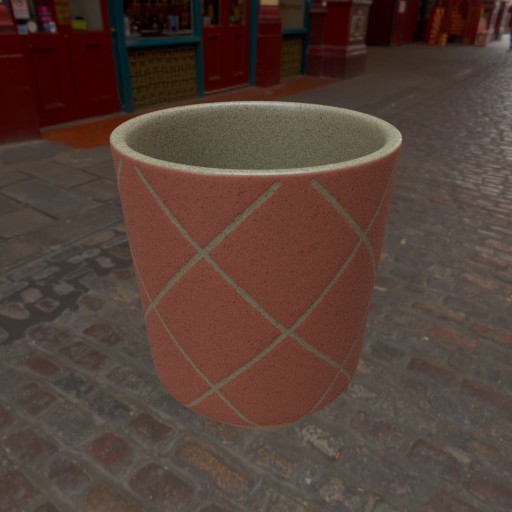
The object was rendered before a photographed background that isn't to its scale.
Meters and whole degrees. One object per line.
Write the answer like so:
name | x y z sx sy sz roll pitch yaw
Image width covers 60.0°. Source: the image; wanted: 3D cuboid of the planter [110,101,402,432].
planter | 0.000 0.000 0.348 0.191 0.200 0.191 0 29 0
